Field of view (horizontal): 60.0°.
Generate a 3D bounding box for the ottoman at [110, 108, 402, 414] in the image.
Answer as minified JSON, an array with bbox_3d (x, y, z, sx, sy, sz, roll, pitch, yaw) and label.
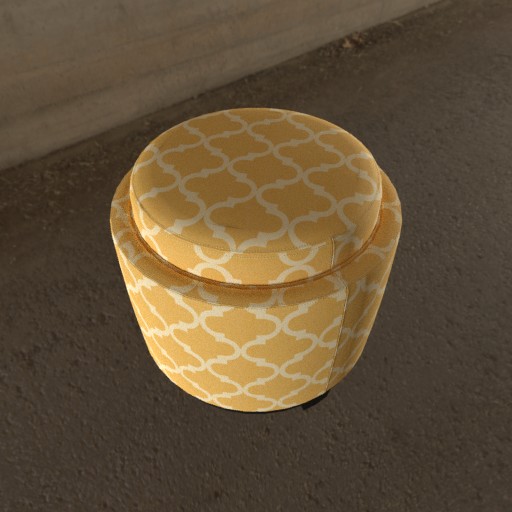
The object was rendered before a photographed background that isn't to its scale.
[{"bbox_3d":[0.000,0.000,0.835,0.480,0.429,0.480,0,46,0],"label":"ottoman"}]
